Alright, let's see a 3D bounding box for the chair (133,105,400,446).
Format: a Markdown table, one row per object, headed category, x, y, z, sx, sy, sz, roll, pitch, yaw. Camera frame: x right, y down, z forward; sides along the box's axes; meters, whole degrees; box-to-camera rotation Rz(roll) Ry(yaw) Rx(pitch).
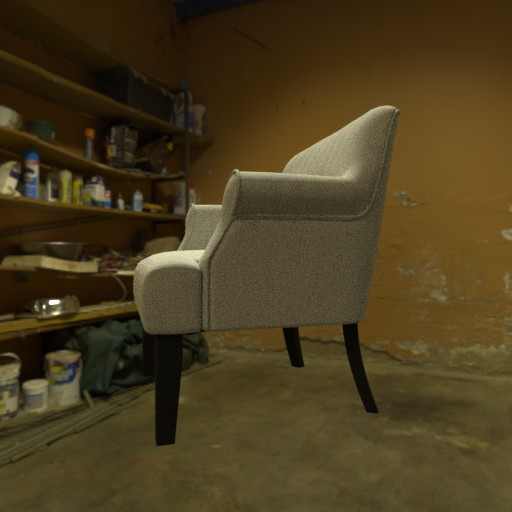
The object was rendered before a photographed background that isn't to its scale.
| category | x | y | z | sx | sy | sz | roll | pitch | yaw |
| --- | --- | --- | --- | --- | --- | --- | --- | --- | --- |
| chair | 0.000 | 0.000 | 1.437 | 0.750 | 0.875 | 0.781 | 0 | -1 | -17 |
